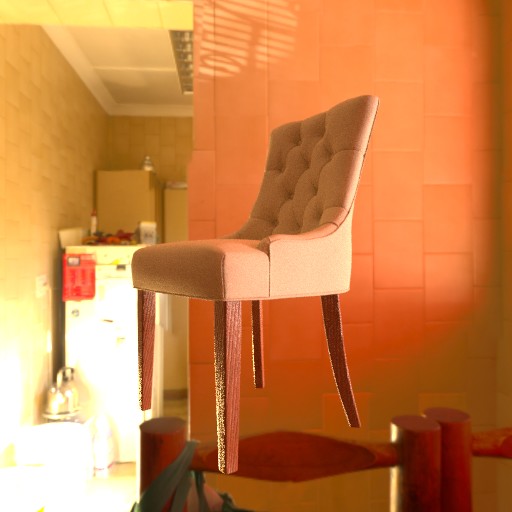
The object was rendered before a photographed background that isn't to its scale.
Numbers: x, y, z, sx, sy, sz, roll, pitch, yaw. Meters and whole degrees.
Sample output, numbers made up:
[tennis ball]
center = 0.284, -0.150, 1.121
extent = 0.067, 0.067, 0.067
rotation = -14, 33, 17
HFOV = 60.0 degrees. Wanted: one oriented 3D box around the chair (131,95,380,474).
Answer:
[chair]
center = 0.000, 0.000, 1.215
extent = 0.565, 0.874, 0.509
rotation = 0, 0, -36
